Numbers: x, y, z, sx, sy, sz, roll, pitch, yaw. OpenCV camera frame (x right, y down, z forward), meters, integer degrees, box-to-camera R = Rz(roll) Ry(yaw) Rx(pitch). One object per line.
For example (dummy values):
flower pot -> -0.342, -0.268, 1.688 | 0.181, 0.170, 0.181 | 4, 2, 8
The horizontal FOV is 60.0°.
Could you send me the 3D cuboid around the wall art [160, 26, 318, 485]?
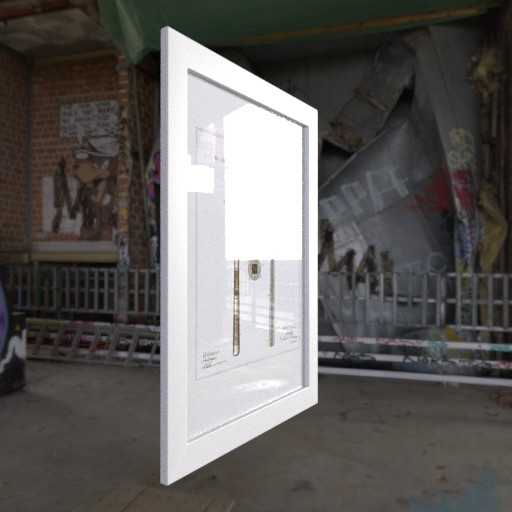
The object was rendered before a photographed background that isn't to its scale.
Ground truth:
wall art -> 0.000, 0.000, 0.599 | 0.011, 0.482, 0.329 | 0, 0, 36
